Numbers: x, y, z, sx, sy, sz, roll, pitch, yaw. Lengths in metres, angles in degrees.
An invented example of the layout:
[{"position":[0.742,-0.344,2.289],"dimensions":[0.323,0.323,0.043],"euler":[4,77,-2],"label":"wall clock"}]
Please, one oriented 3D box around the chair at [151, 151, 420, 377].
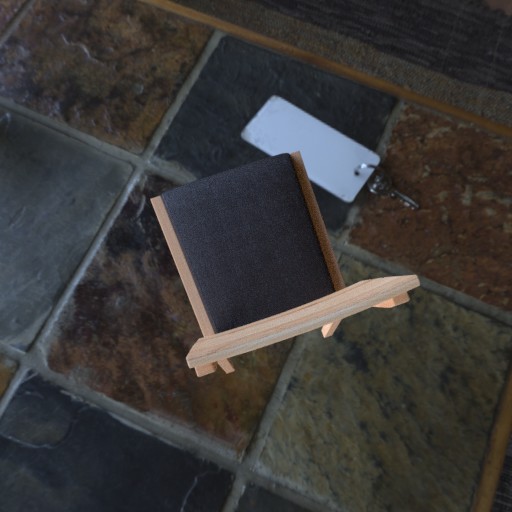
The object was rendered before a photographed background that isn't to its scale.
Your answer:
[{"position":[0.000,0.000,1.275],"dimensions":[0.475,0.950,0.560],"euler":[-19,76,-5],"label":"chair"}]
